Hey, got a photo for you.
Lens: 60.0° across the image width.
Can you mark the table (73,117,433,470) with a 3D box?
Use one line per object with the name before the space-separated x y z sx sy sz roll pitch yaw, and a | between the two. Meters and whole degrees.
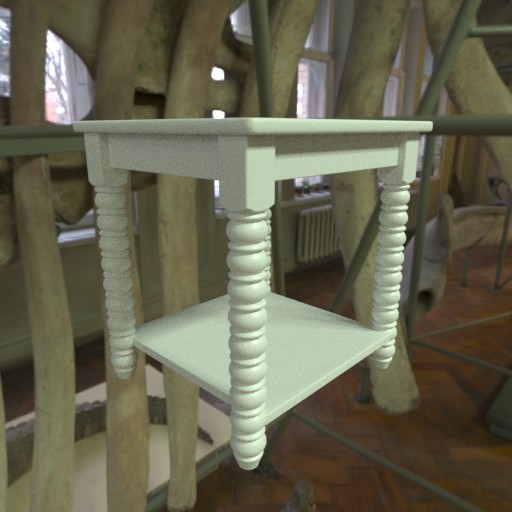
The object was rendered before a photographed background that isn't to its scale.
table | 0.000 0.000 0.967 0.500 0.563 0.533 15 22 42
